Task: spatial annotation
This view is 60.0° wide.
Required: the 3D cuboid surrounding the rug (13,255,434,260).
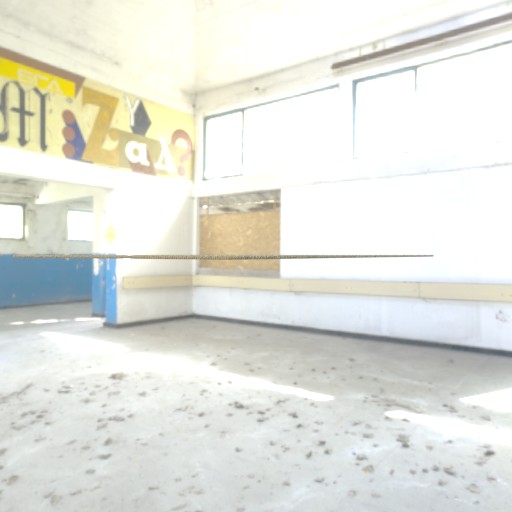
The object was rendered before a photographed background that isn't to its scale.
[{"bbox_3d":[0.000,0.000,2.252,1.240,0.010,1.824,0,0,38],"label":"rug"}]
